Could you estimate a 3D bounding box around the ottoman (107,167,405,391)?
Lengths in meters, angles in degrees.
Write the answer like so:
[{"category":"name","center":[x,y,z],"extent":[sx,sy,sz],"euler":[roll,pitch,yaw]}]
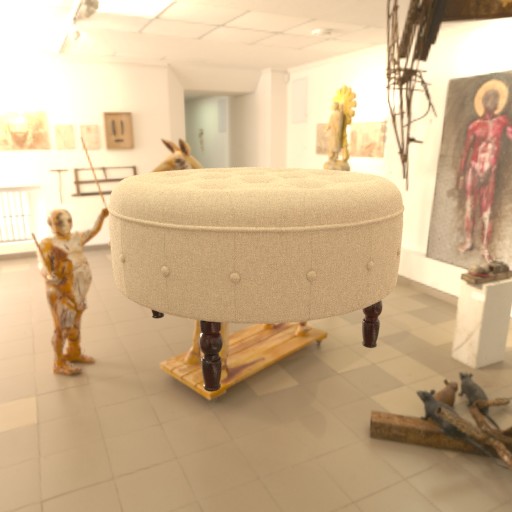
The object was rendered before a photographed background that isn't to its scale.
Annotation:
[{"category":"ottoman","center":[0.000,0.000,1.372],"extent":[0.848,0.494,0.848],"euler":[0,15,0]}]
